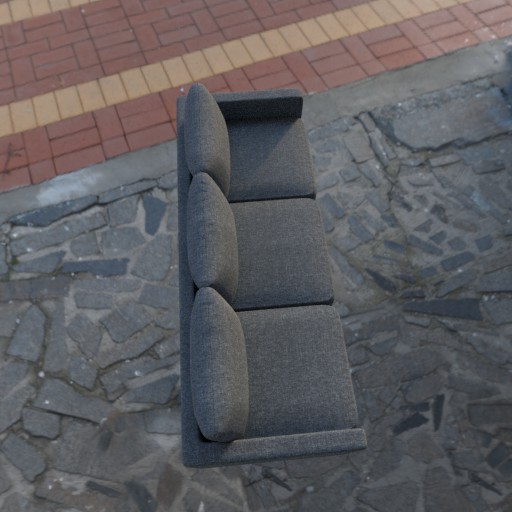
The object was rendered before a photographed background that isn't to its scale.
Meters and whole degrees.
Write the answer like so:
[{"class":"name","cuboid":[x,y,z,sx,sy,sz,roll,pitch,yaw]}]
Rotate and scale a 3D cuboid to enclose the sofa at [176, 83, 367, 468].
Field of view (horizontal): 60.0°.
[{"class":"sofa","cuboid":[0.000,0.000,2.639,0.859,0.874,2.218,-5,64,-2]}]
